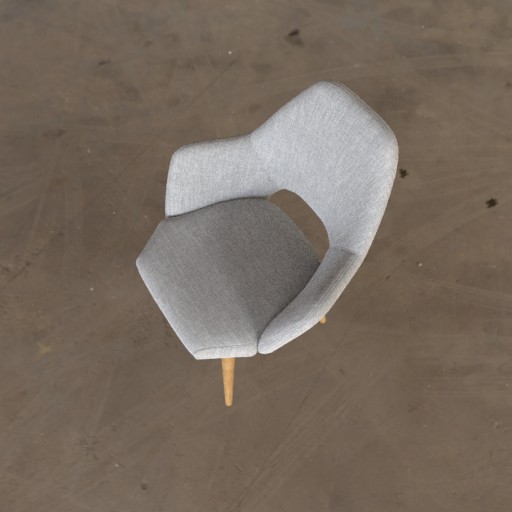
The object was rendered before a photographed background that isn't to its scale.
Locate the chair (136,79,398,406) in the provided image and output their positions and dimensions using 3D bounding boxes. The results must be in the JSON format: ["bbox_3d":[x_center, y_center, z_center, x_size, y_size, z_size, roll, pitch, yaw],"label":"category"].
[{"bbox_3d":[0.000,0.000,1.276,0.610,0.840,0.590,-32,67,-15],"label":"chair"}]
